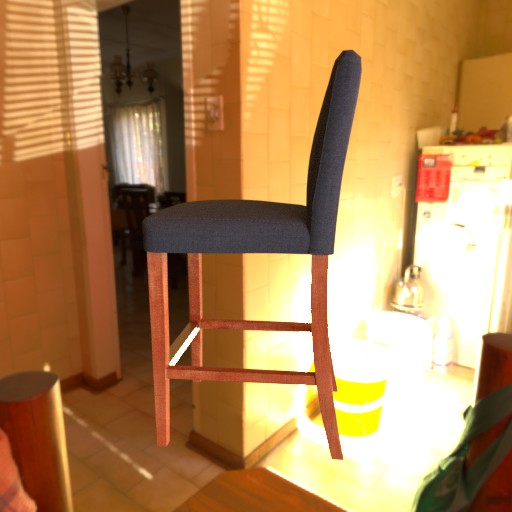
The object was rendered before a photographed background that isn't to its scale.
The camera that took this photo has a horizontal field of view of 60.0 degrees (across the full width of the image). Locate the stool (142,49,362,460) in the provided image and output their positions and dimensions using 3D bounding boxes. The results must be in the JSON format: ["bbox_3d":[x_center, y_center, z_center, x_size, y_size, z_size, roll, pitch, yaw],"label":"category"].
[{"bbox_3d":[0.000,0.000,1.374,0.574,1.088,0.454,2,12,8],"label":"stool"}]
